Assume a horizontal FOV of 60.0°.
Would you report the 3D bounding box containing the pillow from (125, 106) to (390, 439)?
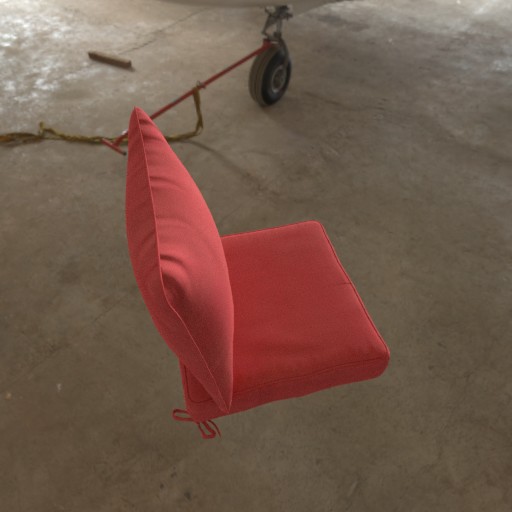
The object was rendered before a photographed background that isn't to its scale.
[{"bbox_3d":[0.000,0.000,1.404,0.733,0.725,0.798,-11,47,-10],"label":"pillow"}]
